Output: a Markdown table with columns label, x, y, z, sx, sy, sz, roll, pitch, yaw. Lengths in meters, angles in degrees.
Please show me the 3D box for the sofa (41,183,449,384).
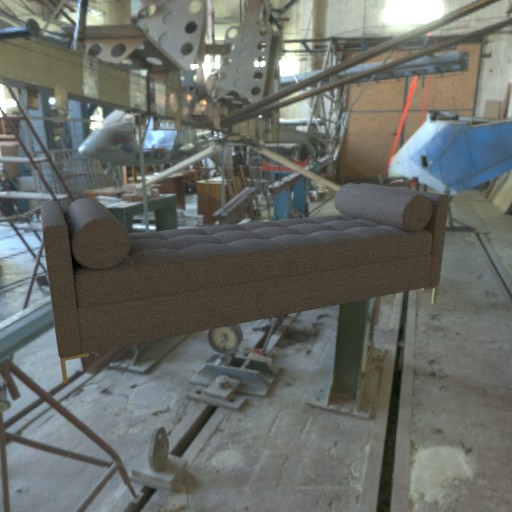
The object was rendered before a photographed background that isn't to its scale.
| label | x | y | z | sx | sy | sz | roll | pitch | yaw |
| --- | --- | --- | --- | --- | --- | --- | --- | --- | --- |
| sofa | 0.000 | 0.000 | 2.328 | 1.981 | 0.635 | 0.686 | -7 | 17 | -25 |
